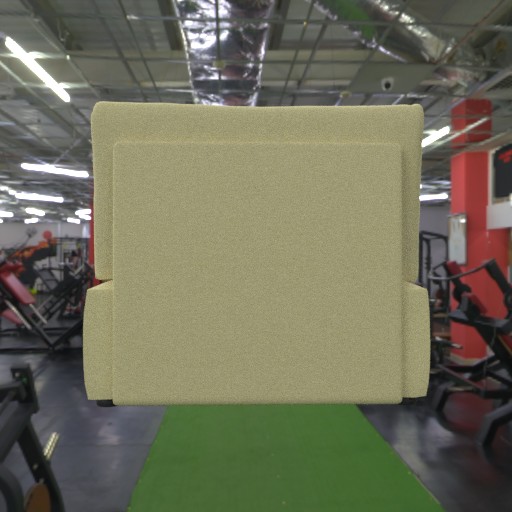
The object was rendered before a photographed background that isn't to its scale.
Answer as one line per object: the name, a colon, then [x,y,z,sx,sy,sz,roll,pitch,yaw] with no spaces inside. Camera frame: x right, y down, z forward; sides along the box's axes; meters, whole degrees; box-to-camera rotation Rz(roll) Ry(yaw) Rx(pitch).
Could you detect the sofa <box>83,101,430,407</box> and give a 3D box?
sofa: [0.000,0.000,1.650,0.930,0.820,1.000,0,0,-1]
